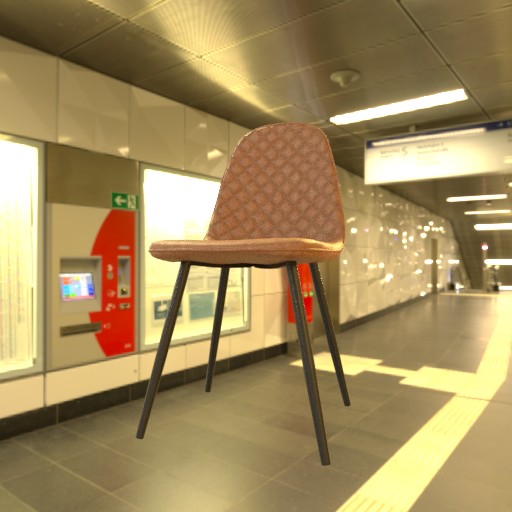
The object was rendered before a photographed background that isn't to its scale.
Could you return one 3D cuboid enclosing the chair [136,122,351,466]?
[{"bbox_3d":[0.000,0.000,1.217,0.472,0.889,0.561,0,0,18],"label":"chair"}]
